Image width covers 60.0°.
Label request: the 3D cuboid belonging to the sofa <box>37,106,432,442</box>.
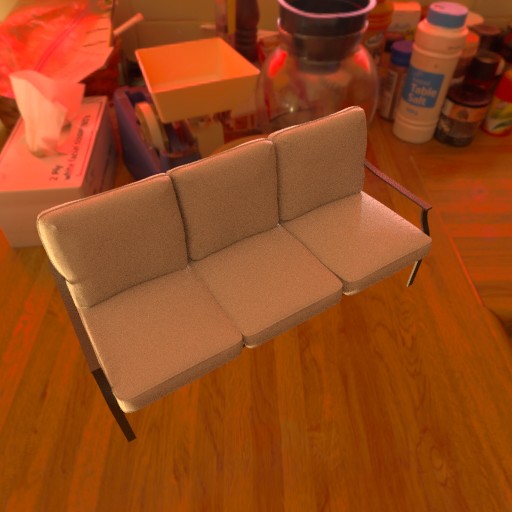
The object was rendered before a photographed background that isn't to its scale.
[{"bbox_3d":[0.000,0.000,2.164,1.740,0.860,0.787,-24,52,-21],"label":"sofa"}]
